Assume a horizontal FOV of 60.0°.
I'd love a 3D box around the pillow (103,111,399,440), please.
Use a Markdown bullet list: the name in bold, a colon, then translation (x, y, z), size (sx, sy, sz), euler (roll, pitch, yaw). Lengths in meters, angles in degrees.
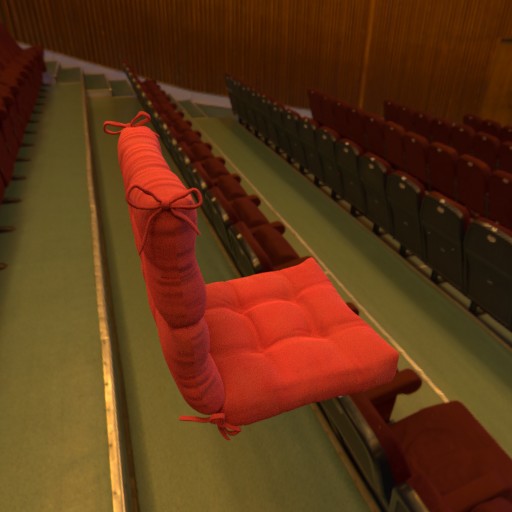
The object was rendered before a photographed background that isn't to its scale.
- **pillow**: translation (0.000, 0.000, 1.041), size (0.571, 0.605, 0.519), euler (-10, 32, -17)
